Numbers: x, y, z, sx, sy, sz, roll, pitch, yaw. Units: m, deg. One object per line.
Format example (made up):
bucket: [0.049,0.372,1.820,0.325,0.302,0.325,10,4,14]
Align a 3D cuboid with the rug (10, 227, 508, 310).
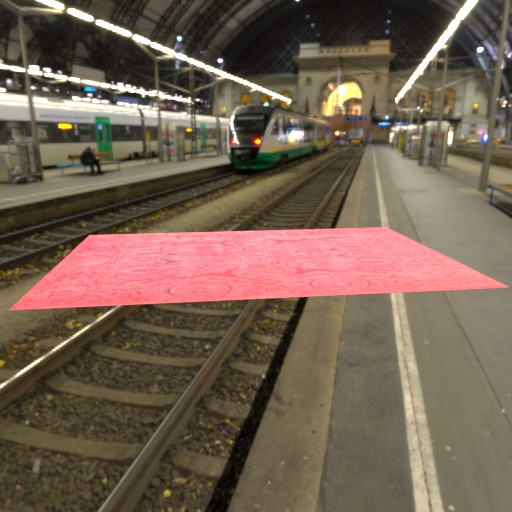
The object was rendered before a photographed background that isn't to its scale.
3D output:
rug: [0.000,0.000,2.867,2.423,0.010,1.534,-2,15,-7]
